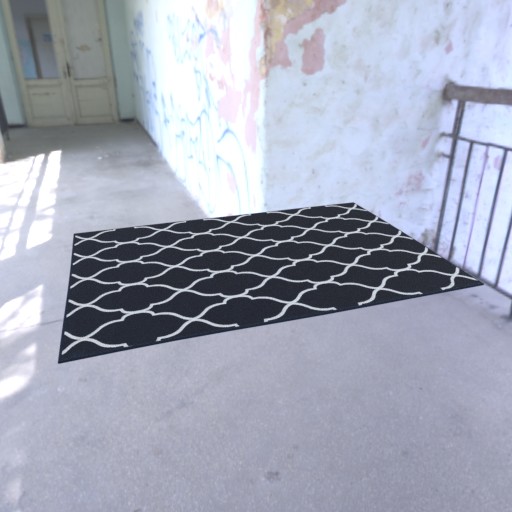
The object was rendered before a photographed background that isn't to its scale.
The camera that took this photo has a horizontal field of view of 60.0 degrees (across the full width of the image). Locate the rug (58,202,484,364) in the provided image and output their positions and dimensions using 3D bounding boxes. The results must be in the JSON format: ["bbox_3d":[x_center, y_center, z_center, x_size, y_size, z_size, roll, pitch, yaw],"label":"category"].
[{"bbox_3d":[0.000,0.000,2.881,2.290,0.014,1.526,-8,27,-16],"label":"rug"}]
